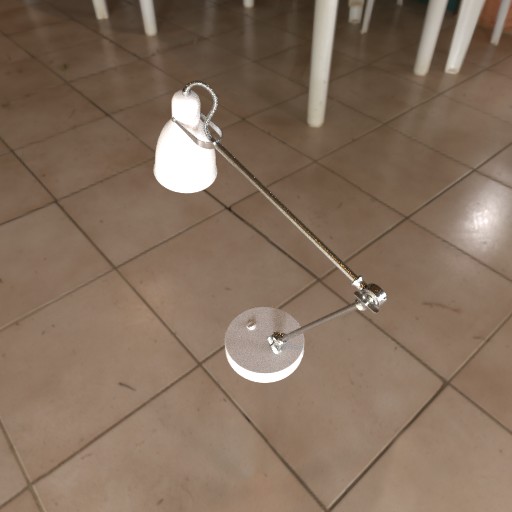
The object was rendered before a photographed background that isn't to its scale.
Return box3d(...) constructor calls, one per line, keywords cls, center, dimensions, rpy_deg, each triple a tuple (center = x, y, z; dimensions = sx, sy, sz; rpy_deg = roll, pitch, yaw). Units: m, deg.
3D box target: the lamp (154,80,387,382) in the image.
box3d(cls="lamp", center=(0.000, 0.000, 0.871), dimensions=(0.187, 0.587, 0.561), rpy_deg=(-33, 54, -28))
